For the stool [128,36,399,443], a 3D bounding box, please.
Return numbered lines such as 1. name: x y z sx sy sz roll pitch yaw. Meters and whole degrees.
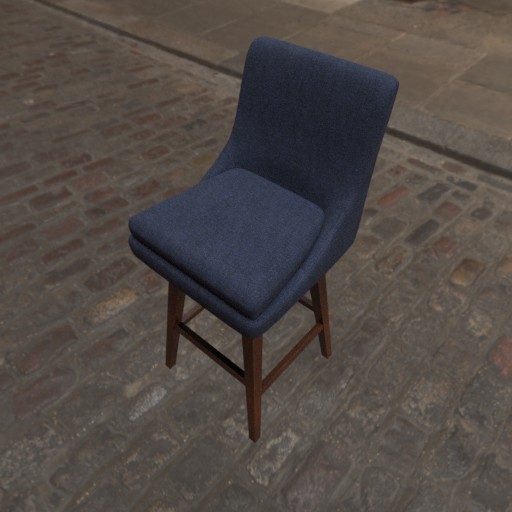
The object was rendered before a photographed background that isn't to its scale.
1. stool: 0.000 0.000 1.364 0.489 1.068 0.572 32 53 27
